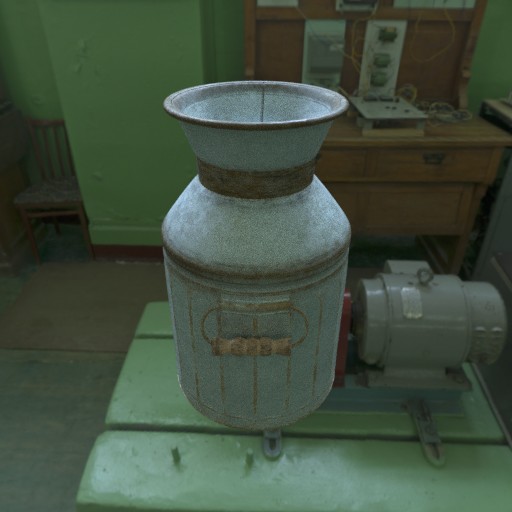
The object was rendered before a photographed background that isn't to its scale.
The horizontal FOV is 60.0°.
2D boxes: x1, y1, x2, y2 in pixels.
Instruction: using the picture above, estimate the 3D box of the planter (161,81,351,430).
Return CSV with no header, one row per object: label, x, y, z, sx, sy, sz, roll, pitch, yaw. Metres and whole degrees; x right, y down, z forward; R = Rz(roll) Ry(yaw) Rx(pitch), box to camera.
planter,0.000,0.000,0.521,0.215,0.358,0.248,0,32,0
